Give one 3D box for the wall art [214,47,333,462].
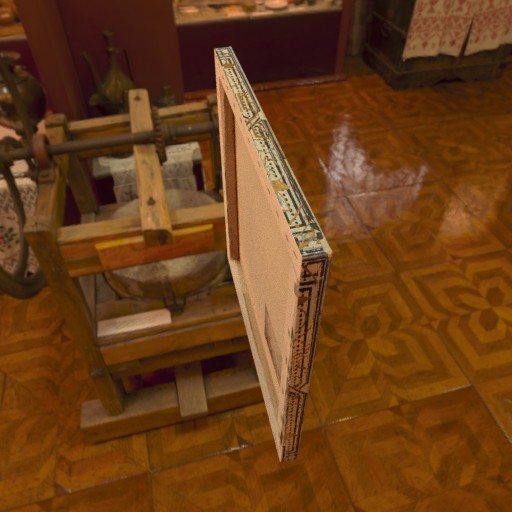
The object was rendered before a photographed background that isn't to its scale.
[{"bbox_3d":[0.000,0.000,0.909,0.036,0.607,0.609,-9,46,-9],"label":"wall art"}]
